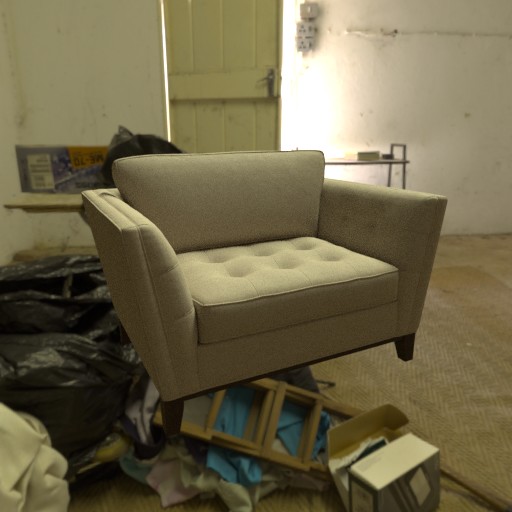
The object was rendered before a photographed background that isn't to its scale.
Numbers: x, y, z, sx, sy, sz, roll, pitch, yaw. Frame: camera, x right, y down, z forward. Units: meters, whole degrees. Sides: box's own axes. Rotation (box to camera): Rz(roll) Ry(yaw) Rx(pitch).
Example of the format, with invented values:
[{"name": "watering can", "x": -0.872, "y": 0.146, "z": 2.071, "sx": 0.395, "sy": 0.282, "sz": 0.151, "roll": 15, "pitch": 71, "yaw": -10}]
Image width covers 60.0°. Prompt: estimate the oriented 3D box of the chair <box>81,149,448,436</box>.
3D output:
[{"name": "chair", "x": 0.000, "y": 0.000, "z": 2.101, "sx": 1.397, "sy": 0.940, "sz": 0.965, "roll": -8, "pitch": 18, "yaw": -26}]
